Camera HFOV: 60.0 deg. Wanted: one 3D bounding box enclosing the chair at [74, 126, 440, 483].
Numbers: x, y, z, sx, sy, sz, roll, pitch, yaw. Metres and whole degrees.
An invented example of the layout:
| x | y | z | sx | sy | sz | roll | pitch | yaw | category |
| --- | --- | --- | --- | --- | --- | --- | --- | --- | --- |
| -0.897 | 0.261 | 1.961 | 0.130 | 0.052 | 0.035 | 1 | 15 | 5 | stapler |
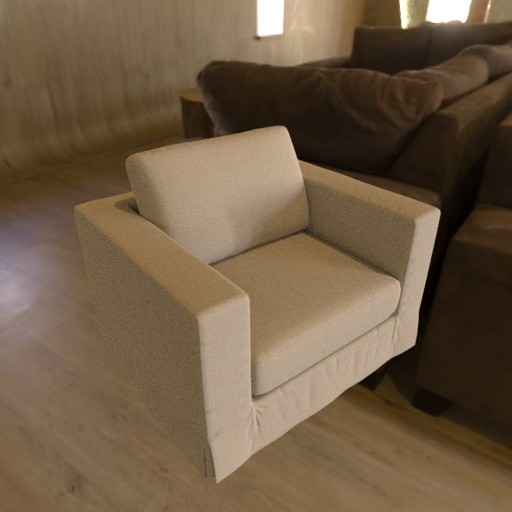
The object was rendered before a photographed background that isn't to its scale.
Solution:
| x | y | z | sx | sy | sz | roll | pitch | yaw | category |
| --- | --- | --- | --- | --- | --- | --- | --- | --- | --- |
| 0.000 | 0.000 | 1.826 | 1.150 | 0.878 | 0.957 | -21 | 36 | -33 | chair |
